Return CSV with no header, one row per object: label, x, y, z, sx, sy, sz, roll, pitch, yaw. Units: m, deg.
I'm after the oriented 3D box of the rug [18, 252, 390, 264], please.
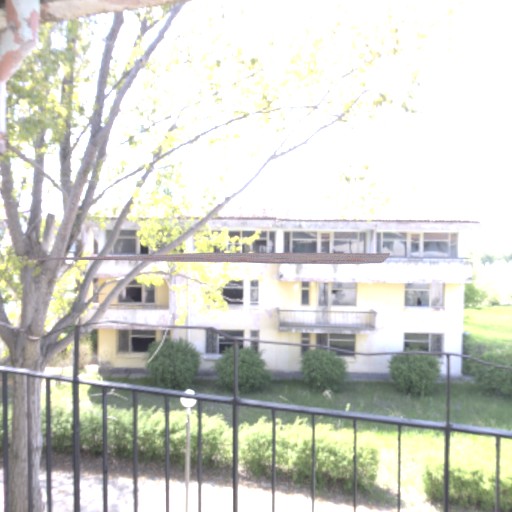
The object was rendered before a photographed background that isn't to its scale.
rug,0.000,0.000,3.945,2.263,0.022,3.029,0,1,18
